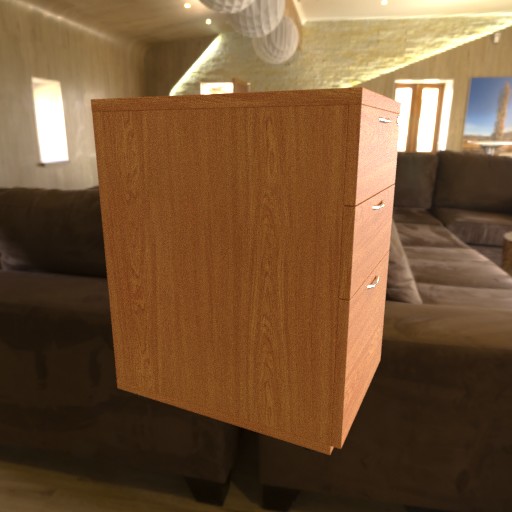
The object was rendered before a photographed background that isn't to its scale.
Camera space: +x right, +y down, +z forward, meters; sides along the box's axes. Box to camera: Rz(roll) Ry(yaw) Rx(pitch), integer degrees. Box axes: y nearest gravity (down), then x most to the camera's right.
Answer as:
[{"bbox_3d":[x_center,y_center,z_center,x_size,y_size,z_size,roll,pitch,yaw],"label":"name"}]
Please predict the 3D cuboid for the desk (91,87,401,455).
[{"bbox_3d":[0.000,0.000,1.103,0.600,0.730,0.404,7,17,25],"label":"desk"}]
